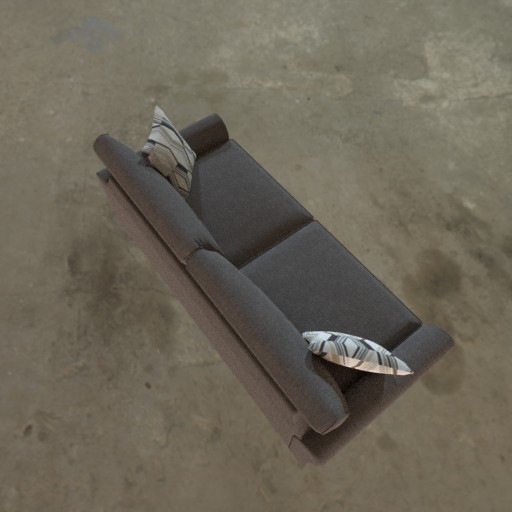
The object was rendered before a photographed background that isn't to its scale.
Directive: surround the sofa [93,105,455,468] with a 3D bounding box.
[{"bbox_3d":[0.000,0.000,2.460,0.889,0.813,2.032,-33,64,-19],"label":"sofa"}]
